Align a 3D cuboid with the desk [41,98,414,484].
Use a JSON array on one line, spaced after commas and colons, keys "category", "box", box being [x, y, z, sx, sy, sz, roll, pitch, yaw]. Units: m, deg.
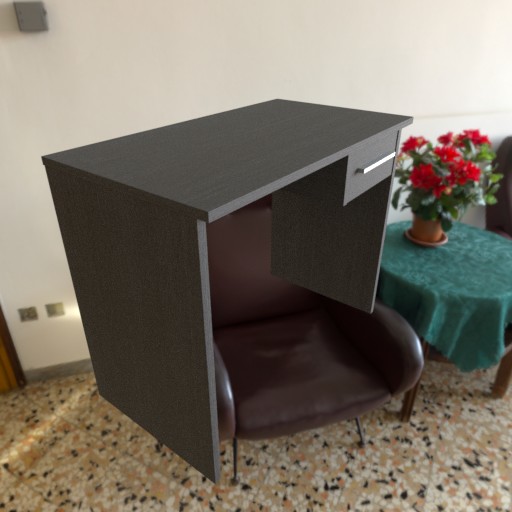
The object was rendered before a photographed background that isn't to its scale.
[{"category": "desk", "box": [0.000, 0.000, 1.320, 0.498, 0.724, 0.893, 21, 35, 32]}]
